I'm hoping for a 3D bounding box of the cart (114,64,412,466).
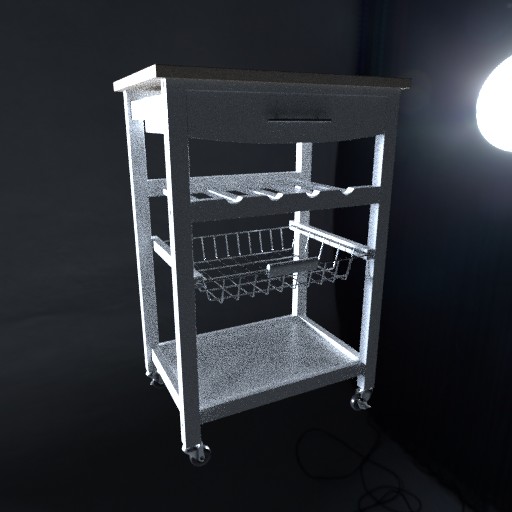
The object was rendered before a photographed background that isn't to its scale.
[{"bbox_3d":[0.000,0.000,1.160,0.578,0.857,0.406,-8,19,-25],"label":"cart"}]
